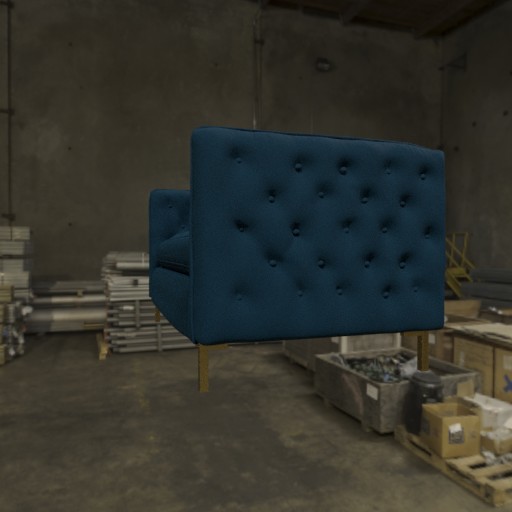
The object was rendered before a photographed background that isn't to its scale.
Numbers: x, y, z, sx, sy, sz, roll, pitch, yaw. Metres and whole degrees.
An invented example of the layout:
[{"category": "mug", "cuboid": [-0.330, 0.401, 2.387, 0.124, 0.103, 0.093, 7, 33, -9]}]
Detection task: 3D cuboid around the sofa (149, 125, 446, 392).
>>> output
[{"category": "sofa", "cuboid": [0.000, 0.000, 2.133, 0.909, 0.810, 1.583, 0, 1, -18]}]
